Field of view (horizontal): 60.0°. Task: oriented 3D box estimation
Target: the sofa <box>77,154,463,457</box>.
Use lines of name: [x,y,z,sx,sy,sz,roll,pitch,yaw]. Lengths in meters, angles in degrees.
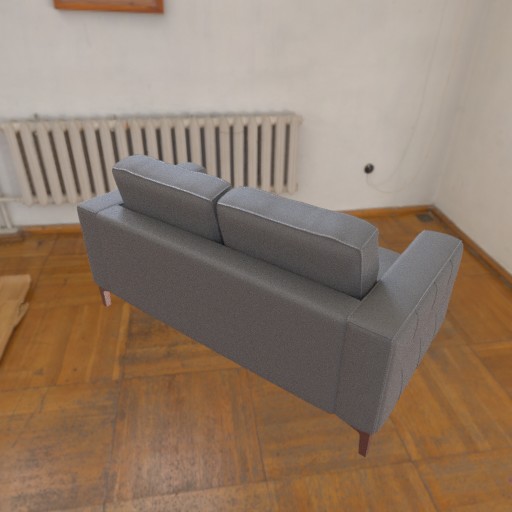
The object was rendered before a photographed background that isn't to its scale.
sofa: [0.000,0.000,2.199,1.726,0.892,0.833,21,38,30]
